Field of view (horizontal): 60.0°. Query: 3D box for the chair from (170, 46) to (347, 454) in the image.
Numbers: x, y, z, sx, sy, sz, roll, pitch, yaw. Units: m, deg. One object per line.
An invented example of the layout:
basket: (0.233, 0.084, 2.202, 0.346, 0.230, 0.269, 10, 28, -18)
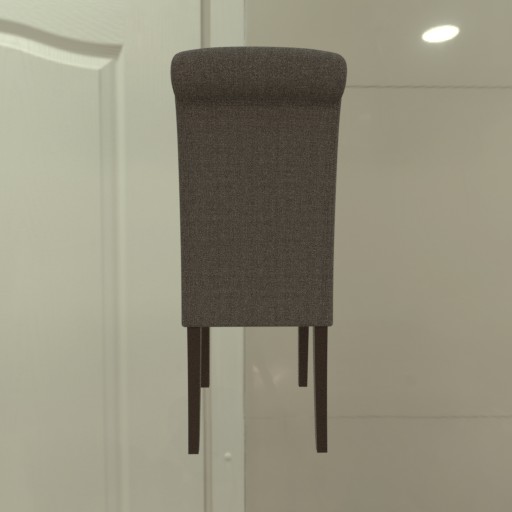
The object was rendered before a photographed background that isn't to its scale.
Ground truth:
chair: (0.000, 0.000, 1.352, 0.456, 1.006, 0.671, 0, 2, -1)
